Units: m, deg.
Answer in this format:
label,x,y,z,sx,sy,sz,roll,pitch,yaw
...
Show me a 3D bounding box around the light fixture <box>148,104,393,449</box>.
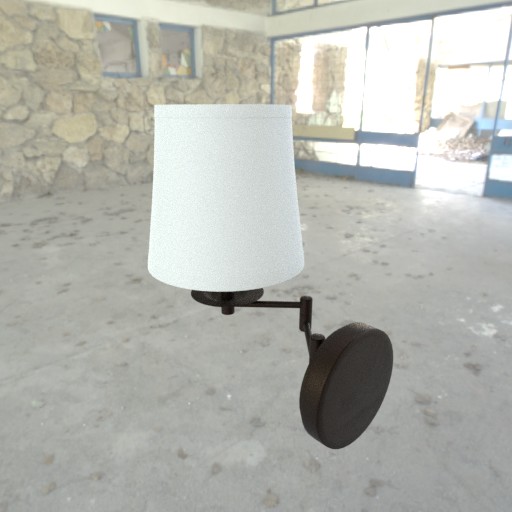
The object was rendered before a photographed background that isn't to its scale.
label,x,y,z,sx,sy,sz,roll,pitch,yaw
light fixture,0.000,0.000,0.266,0.100,0.172,0.157,-16,24,-40
